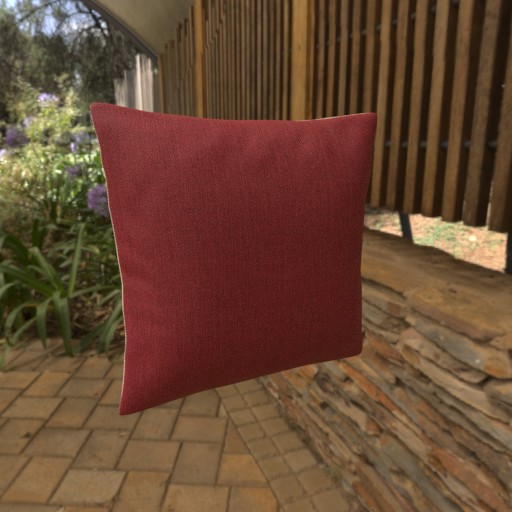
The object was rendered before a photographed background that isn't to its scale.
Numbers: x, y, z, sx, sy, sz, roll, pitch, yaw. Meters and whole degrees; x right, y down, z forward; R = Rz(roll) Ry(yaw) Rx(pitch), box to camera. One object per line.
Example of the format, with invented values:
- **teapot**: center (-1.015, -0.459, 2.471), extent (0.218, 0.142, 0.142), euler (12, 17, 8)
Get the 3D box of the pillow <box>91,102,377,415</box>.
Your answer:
- **pillow**: center (0.000, 0.000, 0.785), extent (0.513, 0.497, 0.166), euler (-7, 16, -25)
